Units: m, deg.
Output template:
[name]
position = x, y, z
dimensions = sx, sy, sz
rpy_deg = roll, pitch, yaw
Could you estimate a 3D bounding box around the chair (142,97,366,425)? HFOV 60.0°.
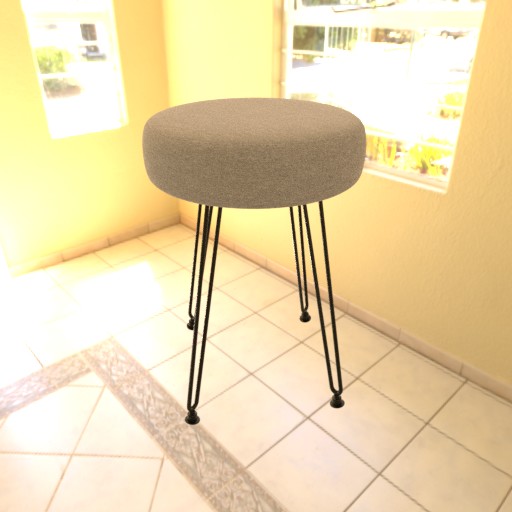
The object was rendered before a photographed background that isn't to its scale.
[chair]
position = 0.000, 0.000, 0.695
dimensions = 0.350, 0.440, 0.350
rpy_deg = 20, 35, 32
